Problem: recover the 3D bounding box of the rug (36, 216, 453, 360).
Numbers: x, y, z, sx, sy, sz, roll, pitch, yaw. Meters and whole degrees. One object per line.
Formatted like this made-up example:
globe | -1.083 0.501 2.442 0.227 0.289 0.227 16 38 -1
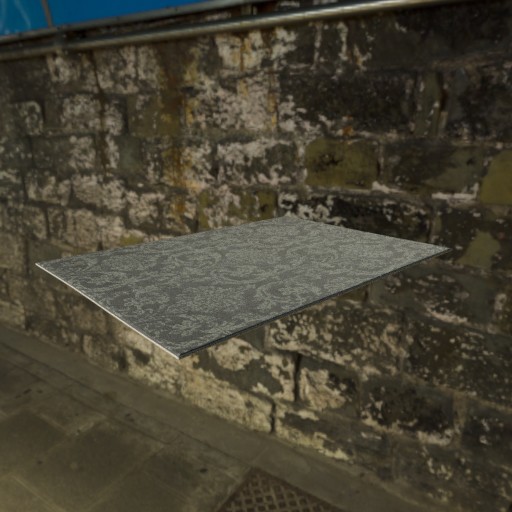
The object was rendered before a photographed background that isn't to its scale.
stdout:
rug | 0.000 0.000 2.863 2.206 0.014 1.578 -14 21 -41
